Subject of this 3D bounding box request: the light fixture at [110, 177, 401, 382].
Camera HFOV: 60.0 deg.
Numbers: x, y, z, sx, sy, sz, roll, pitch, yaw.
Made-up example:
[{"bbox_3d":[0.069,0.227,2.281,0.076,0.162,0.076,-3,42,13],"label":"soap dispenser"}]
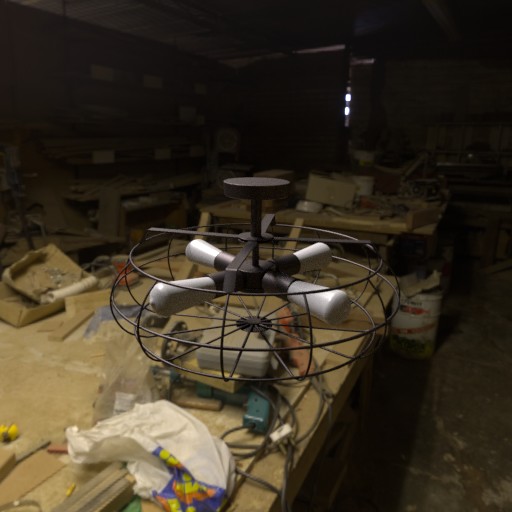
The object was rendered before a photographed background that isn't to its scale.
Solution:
[{"bbox_3d":[0.000,0.000,0.919,0.582,0.311,0.582,0,16,0],"label":"light fixture"}]
